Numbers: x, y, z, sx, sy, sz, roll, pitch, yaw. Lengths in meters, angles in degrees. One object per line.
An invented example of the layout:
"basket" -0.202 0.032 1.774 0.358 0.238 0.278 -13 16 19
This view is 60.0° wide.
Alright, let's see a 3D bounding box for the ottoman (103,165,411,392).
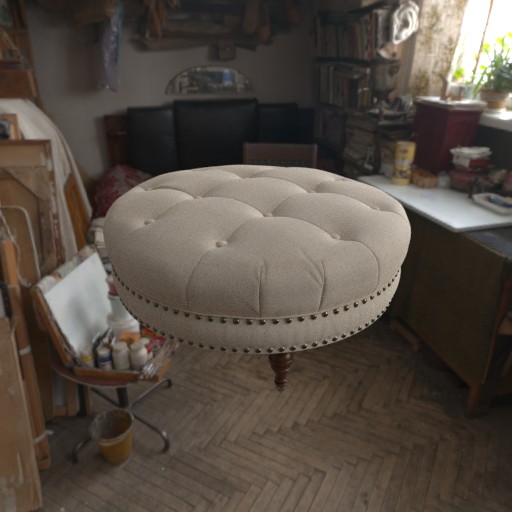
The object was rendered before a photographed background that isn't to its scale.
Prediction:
"ottoman" 0.000 0.000 1.473 0.940 0.483 0.940 0 26 0
